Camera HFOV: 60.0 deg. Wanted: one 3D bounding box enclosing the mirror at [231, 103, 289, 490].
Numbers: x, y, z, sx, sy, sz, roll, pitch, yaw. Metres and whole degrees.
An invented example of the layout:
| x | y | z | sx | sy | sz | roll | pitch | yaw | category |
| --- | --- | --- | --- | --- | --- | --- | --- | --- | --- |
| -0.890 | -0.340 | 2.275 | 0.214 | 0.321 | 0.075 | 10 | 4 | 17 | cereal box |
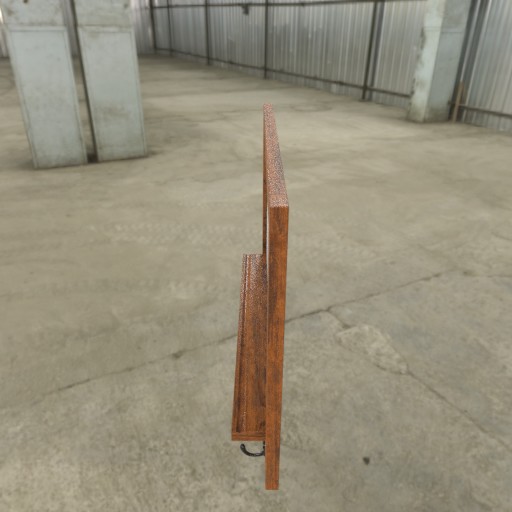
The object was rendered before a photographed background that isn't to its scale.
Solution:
| x | y | z | sx | sy | sz | roll | pitch | yaw | category |
| --- | --- | --- | --- | --- | --- | --- | --- | --- | --- |
| 0.000 | 0.000 | 0.993 | 0.084 | 0.537 | 0.758 | 0 | 28 | 0 | mirror |
